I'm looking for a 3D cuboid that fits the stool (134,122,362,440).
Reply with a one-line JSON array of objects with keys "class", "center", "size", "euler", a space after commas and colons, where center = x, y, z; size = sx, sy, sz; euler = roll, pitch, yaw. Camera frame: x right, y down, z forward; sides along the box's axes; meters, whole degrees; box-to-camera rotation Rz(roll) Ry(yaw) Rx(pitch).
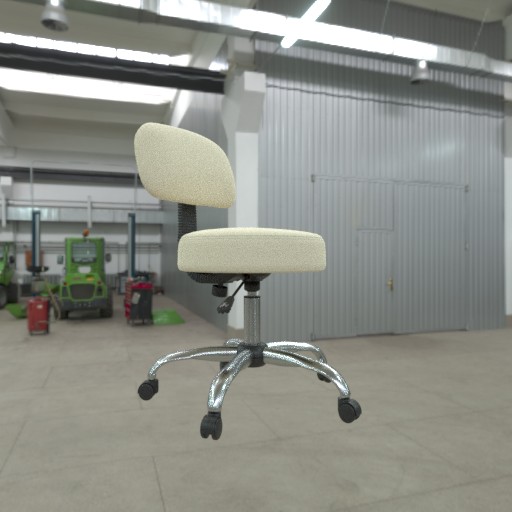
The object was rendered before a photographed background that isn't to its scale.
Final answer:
[{"class": "stool", "center": [0.000, 0.000, 1.252], "size": [0.616, 0.810, 0.609], "euler": [0, 0, 36]}]
